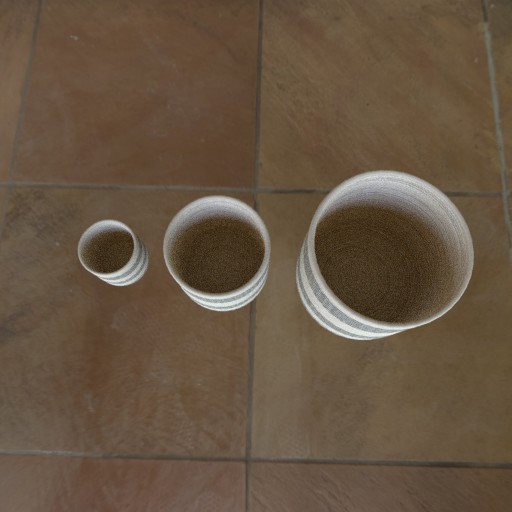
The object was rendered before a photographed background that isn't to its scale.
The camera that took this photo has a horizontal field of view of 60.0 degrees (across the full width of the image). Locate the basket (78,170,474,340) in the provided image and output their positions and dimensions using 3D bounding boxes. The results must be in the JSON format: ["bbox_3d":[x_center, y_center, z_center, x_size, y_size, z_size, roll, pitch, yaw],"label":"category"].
[{"bbox_3d":[0.000,0.000,1.102,0.917,0.356,0.351,4,75,1],"label":"basket"}]
